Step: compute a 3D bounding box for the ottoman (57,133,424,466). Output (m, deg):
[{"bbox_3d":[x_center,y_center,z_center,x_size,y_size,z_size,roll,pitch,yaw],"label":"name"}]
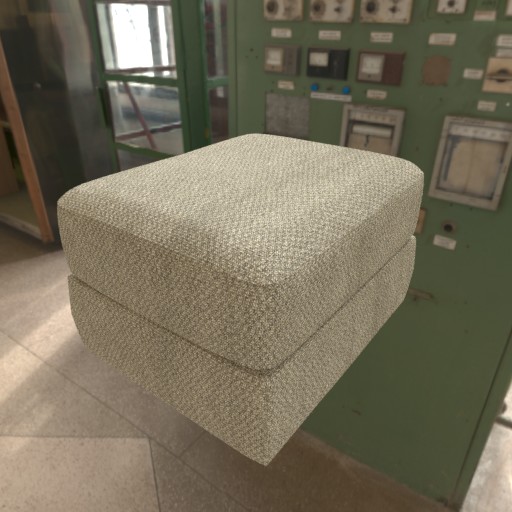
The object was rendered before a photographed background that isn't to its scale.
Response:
[{"bbox_3d":[0.000,0.000,1.137,0.603,0.476,0.751,20,34,32],"label":"ottoman"}]
